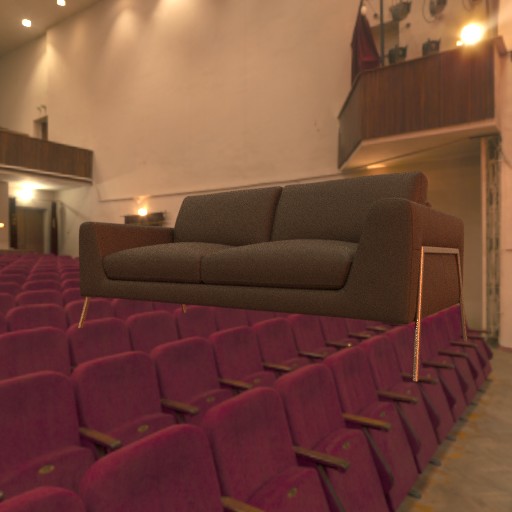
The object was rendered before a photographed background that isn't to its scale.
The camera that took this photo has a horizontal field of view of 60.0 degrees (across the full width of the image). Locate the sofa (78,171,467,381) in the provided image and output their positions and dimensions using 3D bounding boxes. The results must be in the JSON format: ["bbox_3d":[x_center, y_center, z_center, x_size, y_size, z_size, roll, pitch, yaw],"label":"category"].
[{"bbox_3d":[0.000,0.000,2.493,2.017,0.875,0.953,0,0,35],"label":"sofa"}]
